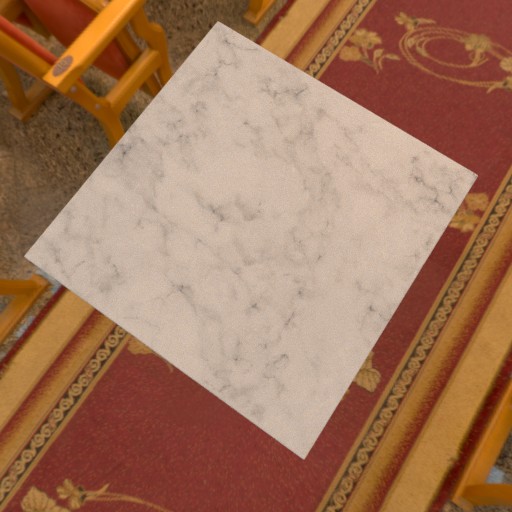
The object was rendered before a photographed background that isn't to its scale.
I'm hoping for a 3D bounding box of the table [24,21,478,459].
[{"bbox_3d":[0.000,0.000,0.852,0.450,0.500,0.450,34,79,7],"label":"table"}]
